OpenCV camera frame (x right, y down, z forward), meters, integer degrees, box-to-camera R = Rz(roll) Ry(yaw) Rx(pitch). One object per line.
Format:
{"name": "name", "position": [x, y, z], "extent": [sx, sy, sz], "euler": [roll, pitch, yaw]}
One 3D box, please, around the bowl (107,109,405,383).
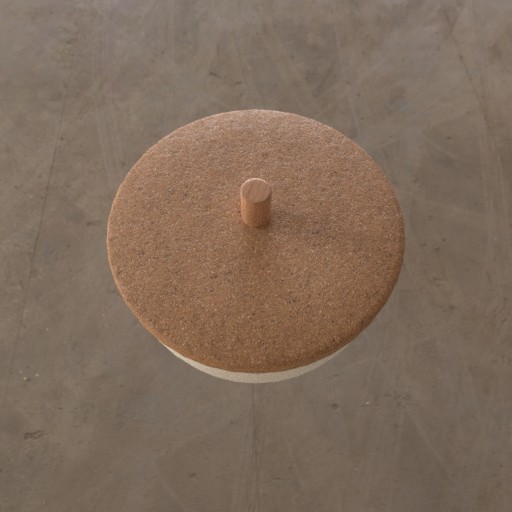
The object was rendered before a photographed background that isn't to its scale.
{"name": "bowl", "position": [0.000, 0.000, 0.219], "extent": [0.126, 0.110, 0.126], "euler": [0, 63, 0]}
